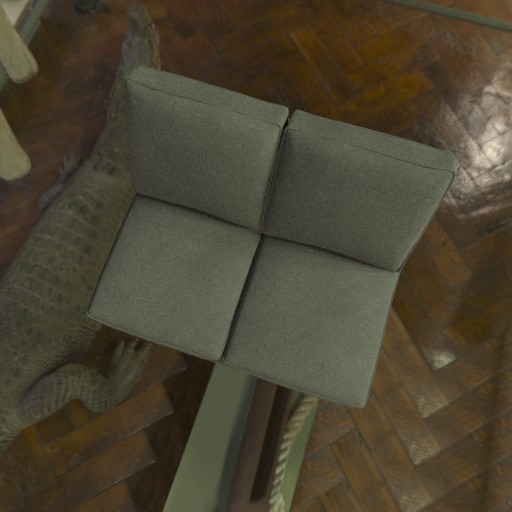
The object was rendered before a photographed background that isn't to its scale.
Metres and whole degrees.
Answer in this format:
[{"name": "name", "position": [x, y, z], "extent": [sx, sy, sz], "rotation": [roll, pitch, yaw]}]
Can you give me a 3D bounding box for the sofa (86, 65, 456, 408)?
[{"name": "sofa", "position": [0.000, 0.000, 1.899], "extent": [1.237, 1.008, 0.951], "rotation": [17, 75, 5]}]
